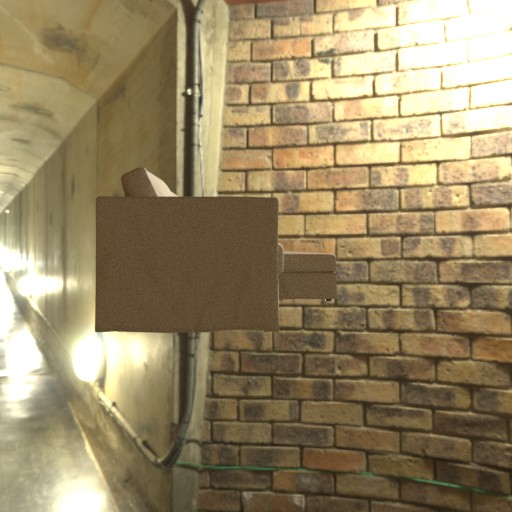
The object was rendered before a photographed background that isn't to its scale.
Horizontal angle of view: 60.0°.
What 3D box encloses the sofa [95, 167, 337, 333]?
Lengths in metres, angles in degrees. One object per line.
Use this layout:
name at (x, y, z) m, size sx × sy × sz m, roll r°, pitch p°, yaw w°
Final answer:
sofa at (0.000, 0.000, 3.802) m, size 1.622 × 0.871 × 3.206 m, roll 0°, pitch -2°, yaw 0°
